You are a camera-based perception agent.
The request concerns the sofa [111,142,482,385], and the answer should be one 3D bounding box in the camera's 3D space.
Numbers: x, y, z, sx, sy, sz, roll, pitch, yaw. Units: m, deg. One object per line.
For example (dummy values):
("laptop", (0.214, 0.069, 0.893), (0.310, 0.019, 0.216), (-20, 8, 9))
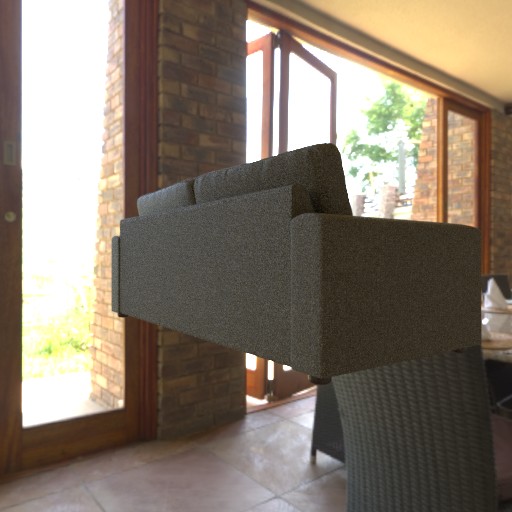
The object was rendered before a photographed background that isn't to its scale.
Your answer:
("sofa", (0.000, 0.000, 2.589), (1.016, 0.873, 2.179), (0, 0, -35))
